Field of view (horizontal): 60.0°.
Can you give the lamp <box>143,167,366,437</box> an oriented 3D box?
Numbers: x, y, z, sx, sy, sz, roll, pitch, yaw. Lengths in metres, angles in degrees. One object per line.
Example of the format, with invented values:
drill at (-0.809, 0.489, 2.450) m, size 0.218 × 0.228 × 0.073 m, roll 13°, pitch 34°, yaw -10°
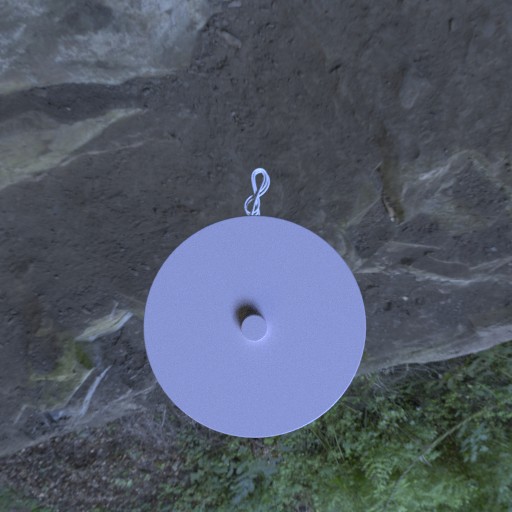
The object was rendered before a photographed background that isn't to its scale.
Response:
lamp at (0.000, 0.000, 0.698) m, size 0.229 × 0.508 × 0.369 m, roll 0°, pitch 90°, yaw 0°
